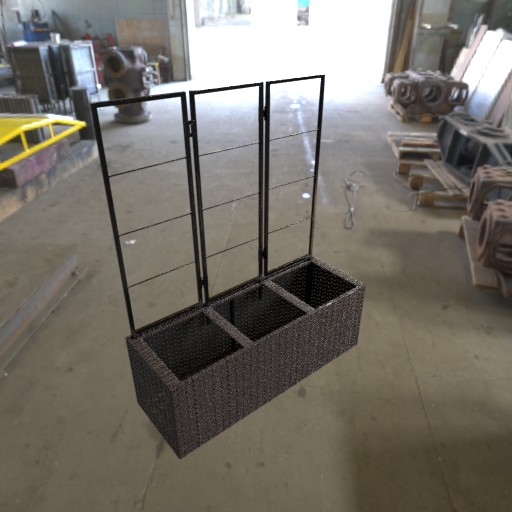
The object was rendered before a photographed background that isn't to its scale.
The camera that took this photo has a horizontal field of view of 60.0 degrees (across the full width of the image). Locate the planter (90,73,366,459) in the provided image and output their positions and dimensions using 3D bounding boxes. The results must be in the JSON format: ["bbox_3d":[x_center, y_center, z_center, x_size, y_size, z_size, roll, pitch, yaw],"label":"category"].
[{"bbox_3d":[0.000,0.000,1.193,0.699,0.841,0.244,-22,36,-33],"label":"planter"}]
